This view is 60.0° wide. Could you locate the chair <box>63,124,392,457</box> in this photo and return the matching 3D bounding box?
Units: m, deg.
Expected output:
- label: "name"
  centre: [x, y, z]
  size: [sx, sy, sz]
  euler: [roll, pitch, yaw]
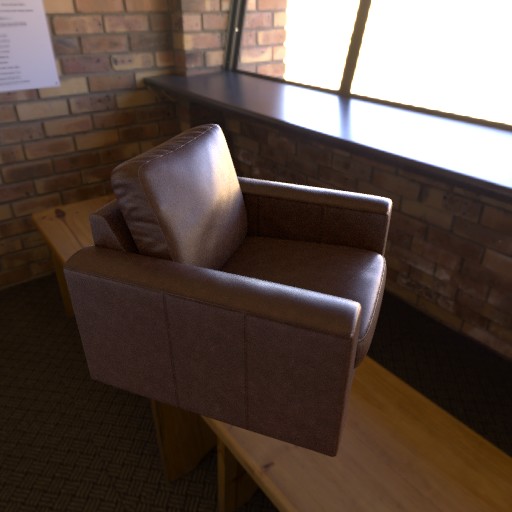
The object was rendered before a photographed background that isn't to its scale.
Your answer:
- label: "chair"
  centre: [0.000, 0.000, 1.788]
  size: [1.016, 0.873, 1.005]
  euler: [11, 32, 18]
